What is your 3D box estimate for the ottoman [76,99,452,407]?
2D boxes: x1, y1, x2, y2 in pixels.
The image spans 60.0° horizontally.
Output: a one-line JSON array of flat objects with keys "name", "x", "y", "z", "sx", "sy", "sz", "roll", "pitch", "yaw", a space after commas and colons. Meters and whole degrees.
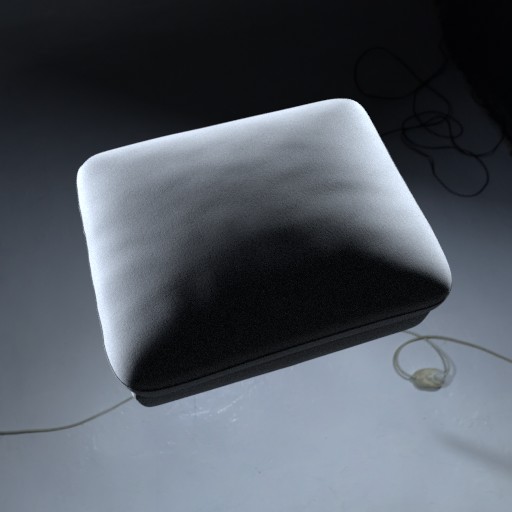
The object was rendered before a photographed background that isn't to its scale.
[{"name": "ottoman", "x": 0.000, "y": 0.000, "z": 1.145, "sx": 0.747, "sy": 0.478, "sz": 0.593, "roll": -16, "pitch": 65, "yaw": -7}]
